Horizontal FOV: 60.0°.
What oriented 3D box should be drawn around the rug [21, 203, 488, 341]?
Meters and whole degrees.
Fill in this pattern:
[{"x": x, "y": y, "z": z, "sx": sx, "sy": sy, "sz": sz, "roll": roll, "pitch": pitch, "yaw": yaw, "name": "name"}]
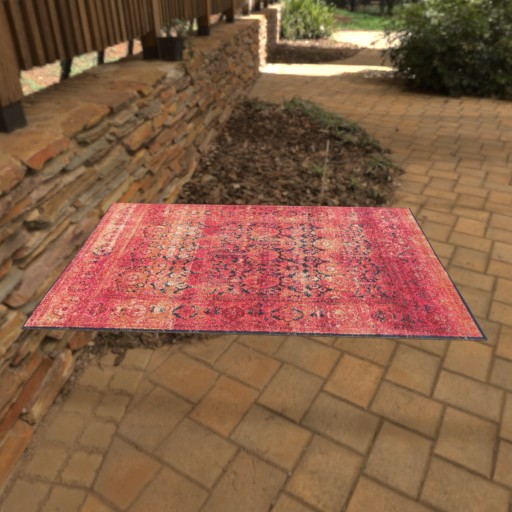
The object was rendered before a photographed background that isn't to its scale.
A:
[{"x": 0.000, "y": 0.000, "z": 2.969, "sx": 2.449, "sy": 0.018, "sz": 1.539, "roll": 1, "pitch": 32, "yaw": 2, "name": "rug"}]
